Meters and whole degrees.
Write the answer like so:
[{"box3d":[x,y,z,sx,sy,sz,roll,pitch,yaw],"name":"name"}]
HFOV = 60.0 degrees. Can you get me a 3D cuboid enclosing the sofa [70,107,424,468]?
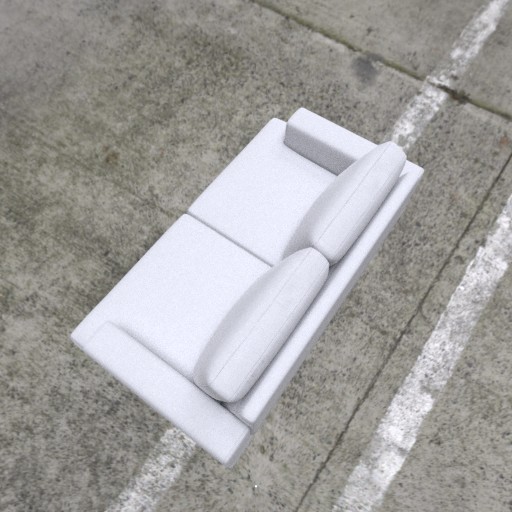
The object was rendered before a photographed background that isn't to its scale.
[{"box3d":[0.000,0.000,2.162,0.920,0.810,1.650,32,67,16],"name":"sofa"}]
